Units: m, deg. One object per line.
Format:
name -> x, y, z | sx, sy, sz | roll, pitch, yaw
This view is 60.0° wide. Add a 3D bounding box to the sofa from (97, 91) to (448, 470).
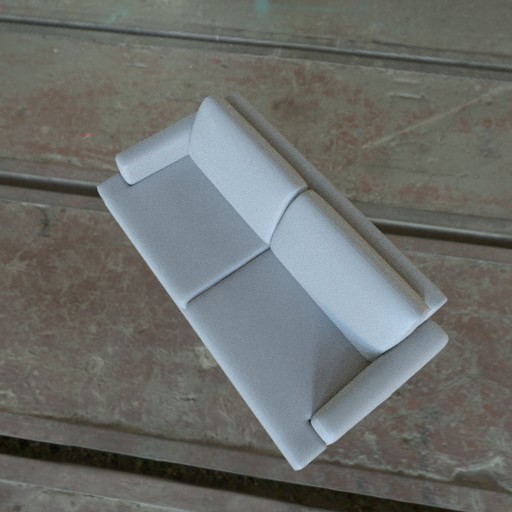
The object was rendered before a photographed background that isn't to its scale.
sofa -> 0.000, 0.000, 2.423 | 0.974, 0.765, 1.940 | -34, 68, -16
